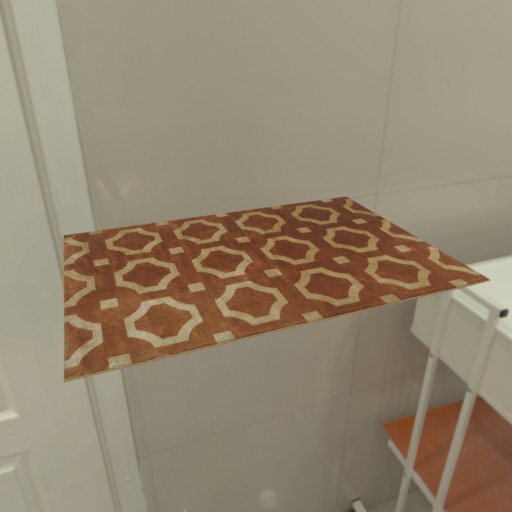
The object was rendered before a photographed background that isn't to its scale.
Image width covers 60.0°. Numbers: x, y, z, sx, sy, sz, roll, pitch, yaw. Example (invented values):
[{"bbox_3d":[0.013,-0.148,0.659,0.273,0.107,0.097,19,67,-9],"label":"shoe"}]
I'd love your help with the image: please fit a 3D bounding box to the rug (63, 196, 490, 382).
[{"bbox_3d":[0.000,0.000,2.820,2.286,0.016,1.555,-10,28,-19],"label":"rug"}]
